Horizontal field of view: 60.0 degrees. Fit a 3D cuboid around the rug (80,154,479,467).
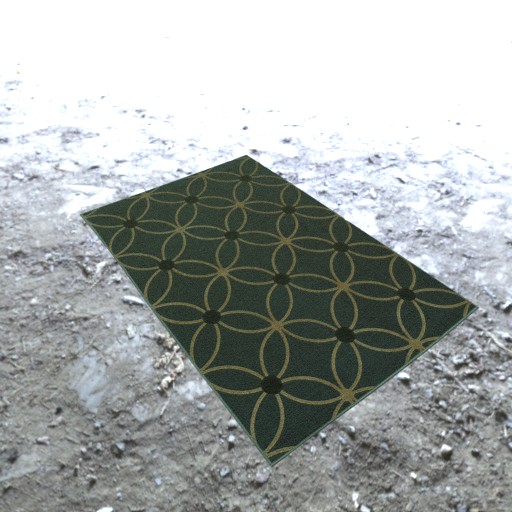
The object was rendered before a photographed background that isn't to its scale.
[{"bbox_3d":[0.000,0.000,2.890,1.522,0.008,2.284,-26,47,-27],"label":"rug"}]
